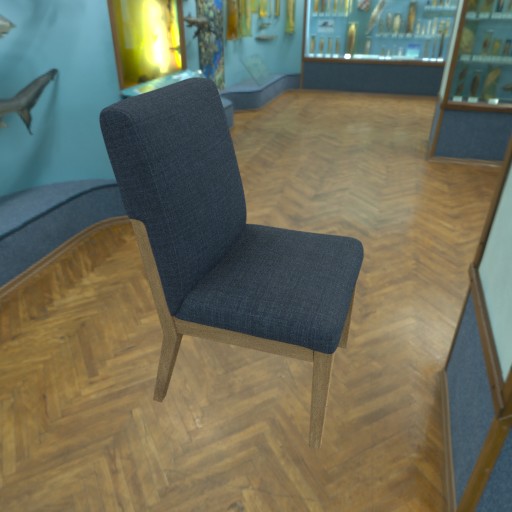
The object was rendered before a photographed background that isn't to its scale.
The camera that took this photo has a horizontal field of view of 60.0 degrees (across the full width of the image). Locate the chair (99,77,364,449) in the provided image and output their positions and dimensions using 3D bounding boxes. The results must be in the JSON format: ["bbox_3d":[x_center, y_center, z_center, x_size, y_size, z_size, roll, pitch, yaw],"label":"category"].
[{"bbox_3d":[0.000,0.000,1.305,0.586,0.911,0.507,10,32,17],"label":"chair"}]
